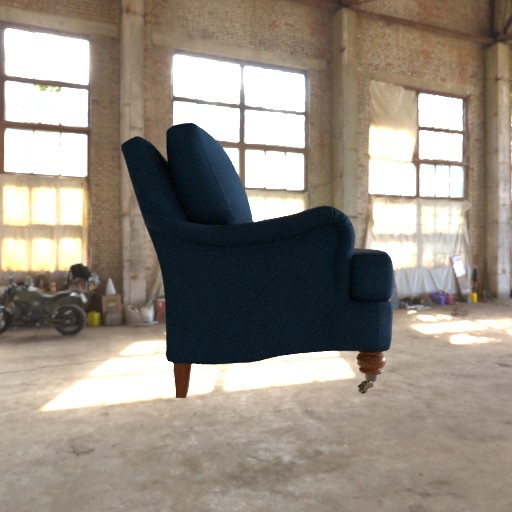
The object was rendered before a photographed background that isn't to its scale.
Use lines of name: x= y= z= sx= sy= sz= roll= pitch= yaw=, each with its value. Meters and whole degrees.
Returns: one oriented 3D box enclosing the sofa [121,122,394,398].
sofa: x=0.000 y=0.000 z=2.746 sx=1.084 sy=1.101 sz=2.141 roll=0 pitch=0 yaw=-1
